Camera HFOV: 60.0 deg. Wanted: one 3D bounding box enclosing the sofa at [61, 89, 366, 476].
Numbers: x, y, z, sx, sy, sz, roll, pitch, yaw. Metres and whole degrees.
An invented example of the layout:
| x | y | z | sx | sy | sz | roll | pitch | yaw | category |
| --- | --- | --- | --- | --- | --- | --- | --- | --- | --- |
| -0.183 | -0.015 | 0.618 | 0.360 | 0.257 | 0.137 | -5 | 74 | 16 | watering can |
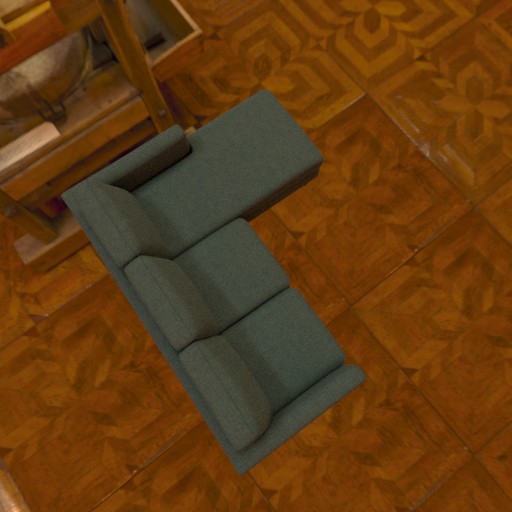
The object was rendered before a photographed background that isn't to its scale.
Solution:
| x | y | z | sx | sy | sz | roll | pitch | yaw | category |
| --- | --- | --- | --- | --- | --- | --- | --- | --- | --- |
| 0.000 | 0.000 | 2.986 | 1.667 | 0.957 | 2.055 | -34 | 78 | -9 | sofa |
